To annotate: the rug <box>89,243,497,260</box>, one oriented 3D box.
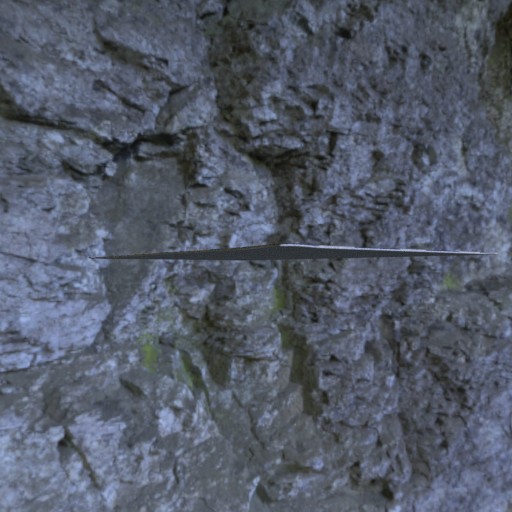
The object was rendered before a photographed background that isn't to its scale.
[{"bbox_3d":[0.000,0.000,2.077,1.072,0.013,1.698,1,-2,-36],"label":"rug"}]
